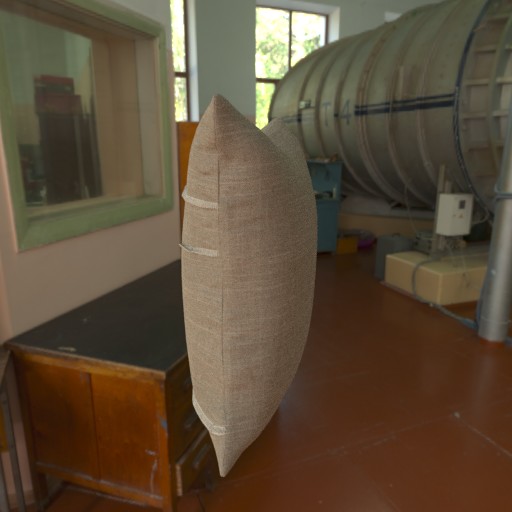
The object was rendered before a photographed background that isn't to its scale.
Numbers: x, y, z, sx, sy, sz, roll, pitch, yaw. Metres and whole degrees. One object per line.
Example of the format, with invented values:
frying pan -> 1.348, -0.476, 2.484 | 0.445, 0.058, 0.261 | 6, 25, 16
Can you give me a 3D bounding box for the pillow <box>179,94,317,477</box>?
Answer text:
pillow -> 0.000, 0.000, 0.633 | 0.169, 0.400, 0.424 | 3, 15, 11
